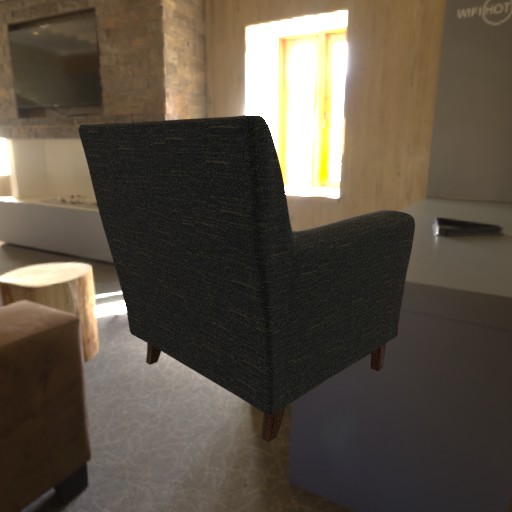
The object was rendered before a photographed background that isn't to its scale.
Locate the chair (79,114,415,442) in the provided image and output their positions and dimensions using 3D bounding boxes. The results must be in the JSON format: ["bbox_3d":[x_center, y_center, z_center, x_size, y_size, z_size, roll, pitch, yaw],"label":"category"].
[{"bbox_3d":[0.000,0.000,1.625,0.873,0.928,0.864,-14,20,-43],"label":"chair"}]
